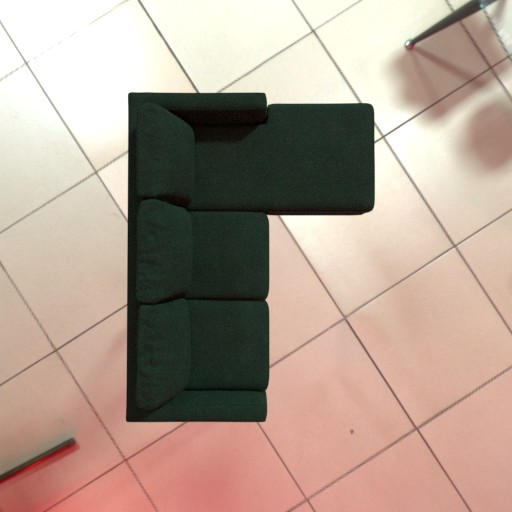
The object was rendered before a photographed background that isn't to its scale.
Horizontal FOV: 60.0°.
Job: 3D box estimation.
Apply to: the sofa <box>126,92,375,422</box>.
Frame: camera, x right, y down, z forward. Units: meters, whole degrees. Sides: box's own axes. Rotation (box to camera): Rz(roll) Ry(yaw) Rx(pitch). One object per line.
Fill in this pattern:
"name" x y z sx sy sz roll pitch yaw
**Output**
"sofa" 0.000 0.000 2.935 1.580 0.899 2.030 0 89 0
